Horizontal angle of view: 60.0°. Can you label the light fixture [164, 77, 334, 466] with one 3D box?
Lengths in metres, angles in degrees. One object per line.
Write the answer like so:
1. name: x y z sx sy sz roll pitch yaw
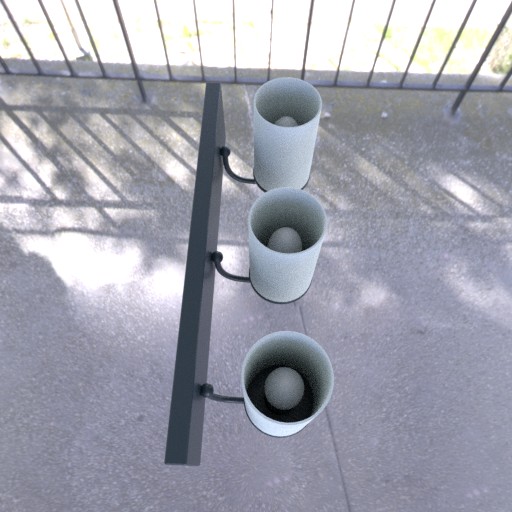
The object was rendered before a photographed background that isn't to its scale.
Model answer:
1. light fixture: 0.000 0.000 0.523 0.145 0.172 0.451 2 64 1
